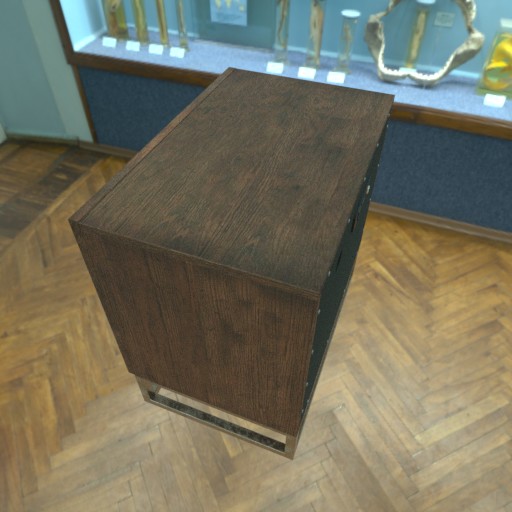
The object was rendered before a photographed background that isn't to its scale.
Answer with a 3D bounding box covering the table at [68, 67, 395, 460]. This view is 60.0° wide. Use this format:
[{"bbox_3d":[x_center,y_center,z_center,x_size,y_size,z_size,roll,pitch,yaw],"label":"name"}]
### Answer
[{"bbox_3d":[0.000,0.000,1.310,0.542,0.746,0.767,16,48,15],"label":"table"}]
